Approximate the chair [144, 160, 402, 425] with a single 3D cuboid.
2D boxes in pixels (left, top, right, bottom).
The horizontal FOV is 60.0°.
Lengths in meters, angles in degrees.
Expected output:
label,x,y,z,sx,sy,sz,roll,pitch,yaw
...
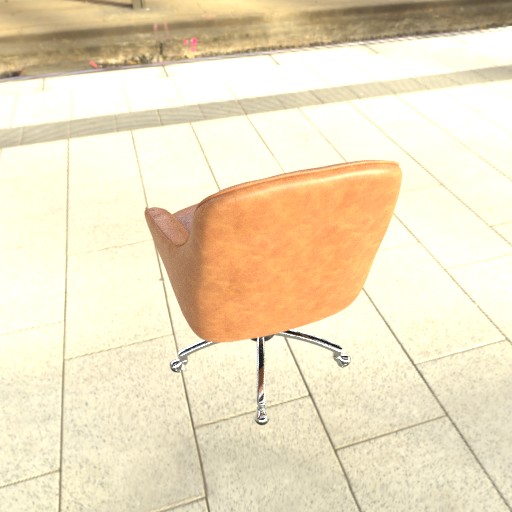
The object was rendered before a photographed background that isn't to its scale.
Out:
label,x,y,z,sx,sy,sz,roll,pitch,yaw
chair,0.000,0.000,1.324,0.628,0.909,0.615,-13,44,-14
